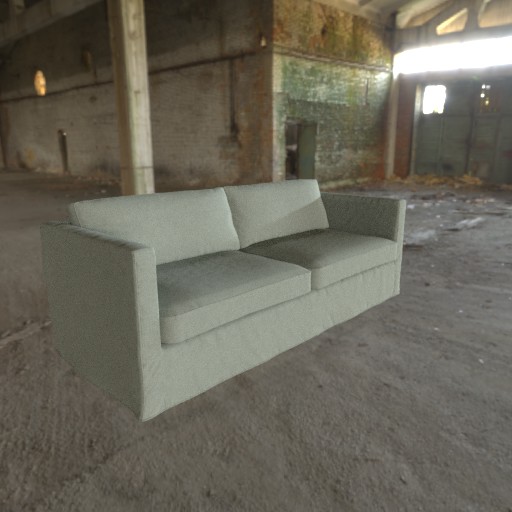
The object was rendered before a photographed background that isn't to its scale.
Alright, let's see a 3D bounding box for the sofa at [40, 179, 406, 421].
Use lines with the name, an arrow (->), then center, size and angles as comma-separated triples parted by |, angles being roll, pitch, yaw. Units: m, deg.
sofa -> 0.000, 0.000, 2.840 | 0.962, 0.853, 2.312 | 13, 19, 42
